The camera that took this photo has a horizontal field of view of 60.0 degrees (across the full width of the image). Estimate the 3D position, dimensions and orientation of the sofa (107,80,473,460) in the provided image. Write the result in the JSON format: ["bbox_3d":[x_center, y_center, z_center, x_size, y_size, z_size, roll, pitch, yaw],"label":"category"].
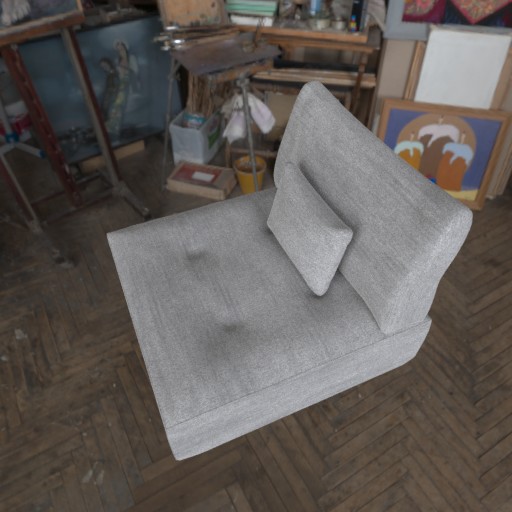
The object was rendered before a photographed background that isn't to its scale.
[{"bbox_3d":[0.000,0.000,1.675,1.000,0.820,0.930,-18,49,-16],"label":"sofa"}]
